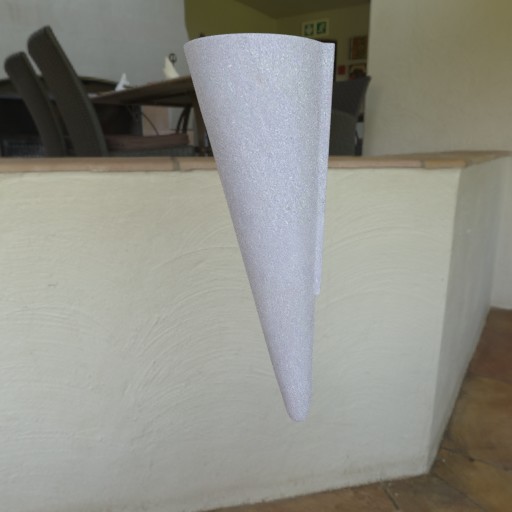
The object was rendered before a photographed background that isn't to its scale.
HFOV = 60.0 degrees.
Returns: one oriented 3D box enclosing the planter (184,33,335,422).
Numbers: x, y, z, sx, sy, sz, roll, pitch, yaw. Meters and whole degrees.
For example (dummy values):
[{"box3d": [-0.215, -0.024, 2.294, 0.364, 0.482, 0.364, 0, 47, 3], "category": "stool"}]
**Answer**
[{"box3d": [0.000, 0.000, 0.300, 0.087, 0.259, 0.078, -2, 14, -8], "category": "planter"}]
